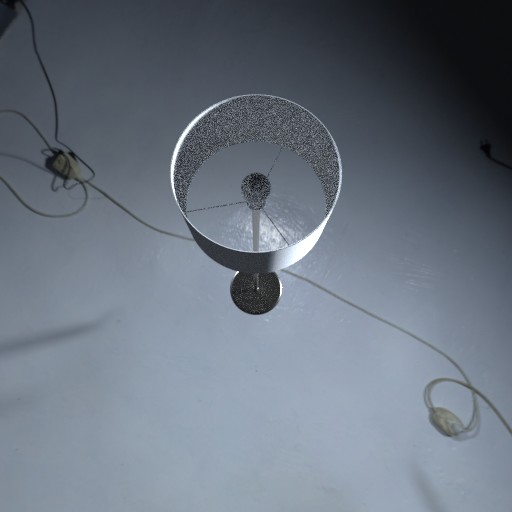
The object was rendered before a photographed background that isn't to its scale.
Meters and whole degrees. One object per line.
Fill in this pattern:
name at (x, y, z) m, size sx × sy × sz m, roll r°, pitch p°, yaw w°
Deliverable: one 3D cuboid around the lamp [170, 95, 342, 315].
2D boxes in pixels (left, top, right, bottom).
lamp at (0.000, 0.000, 1.598) m, size 0.347 × 1.443 × 0.347 m, roll 23°, pitch 77°, yaw 5°
